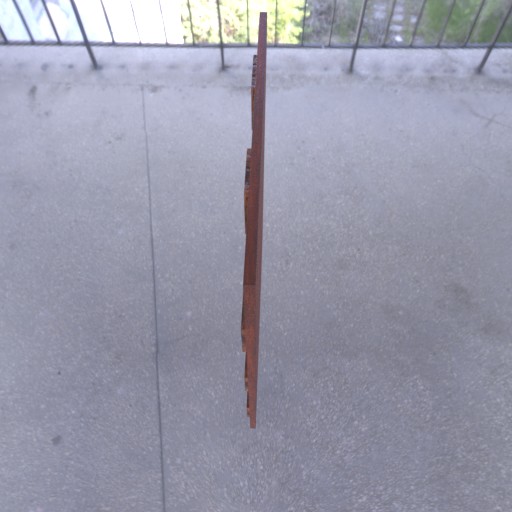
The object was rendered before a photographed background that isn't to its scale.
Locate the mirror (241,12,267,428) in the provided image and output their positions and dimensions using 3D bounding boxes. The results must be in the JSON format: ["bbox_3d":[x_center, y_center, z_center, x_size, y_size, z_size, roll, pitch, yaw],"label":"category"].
[{"bbox_3d":[0.000,0.000,1.029,0.021,0.805,0.600,2,57,1],"label":"mirror"}]
